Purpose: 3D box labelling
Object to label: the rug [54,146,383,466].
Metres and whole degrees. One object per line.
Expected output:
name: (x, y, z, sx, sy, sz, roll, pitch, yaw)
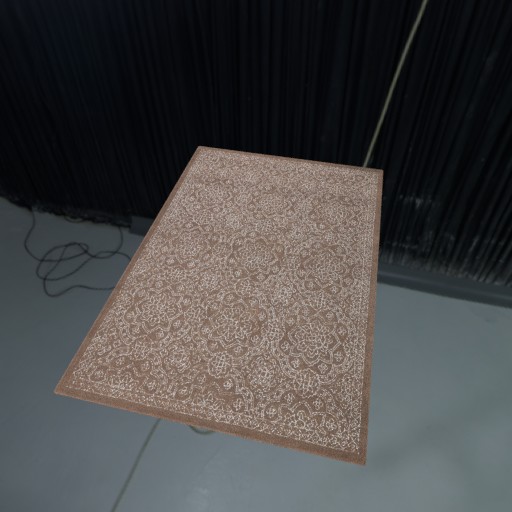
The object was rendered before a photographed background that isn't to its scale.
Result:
rug: (0.000, 0.000, 2.840, 1.524, 0.011, 2.286, 10, 47, 9)
